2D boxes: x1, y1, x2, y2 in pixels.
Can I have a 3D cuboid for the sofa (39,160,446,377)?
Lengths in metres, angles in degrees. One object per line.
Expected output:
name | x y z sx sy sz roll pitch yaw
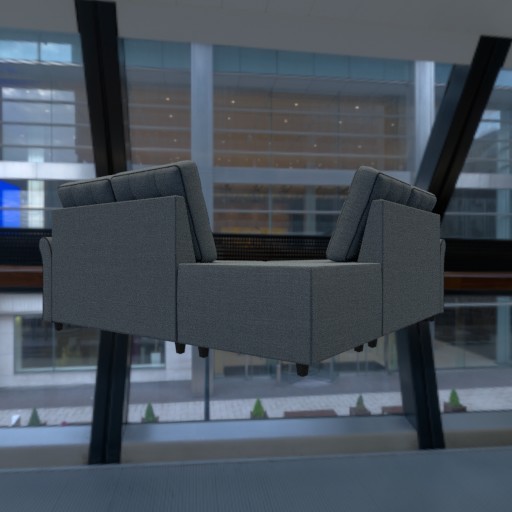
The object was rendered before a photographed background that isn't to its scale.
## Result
sofa | 0.000 0.000 3.160 2.070 0.988 2.068 0 0 37
